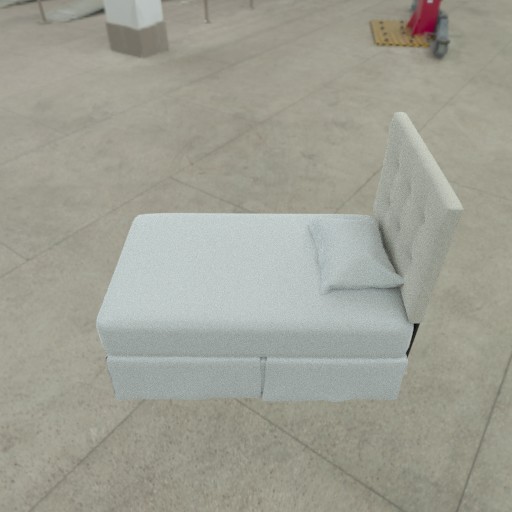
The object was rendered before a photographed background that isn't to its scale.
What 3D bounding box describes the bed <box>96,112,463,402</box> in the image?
[{"bbox_3d":[0.000,0.000,3.011,1.997,1.571,1.261,0,41,0],"label":"bed"}]
